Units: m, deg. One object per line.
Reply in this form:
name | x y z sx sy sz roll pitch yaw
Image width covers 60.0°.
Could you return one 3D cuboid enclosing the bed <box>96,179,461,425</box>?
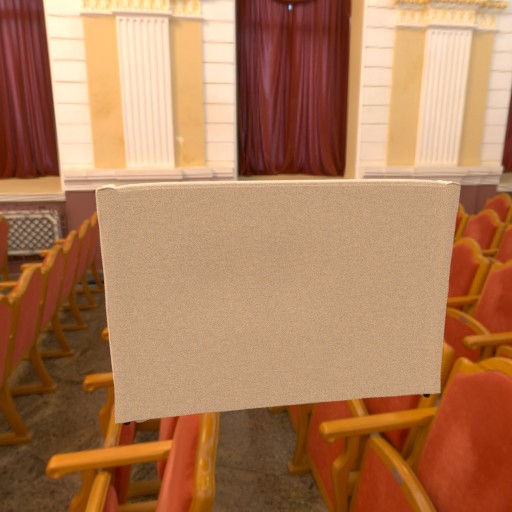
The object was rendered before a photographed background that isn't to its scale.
bed | 0.000 0.000 3.479 1.925 1.332 2.276 -2 14 -9
